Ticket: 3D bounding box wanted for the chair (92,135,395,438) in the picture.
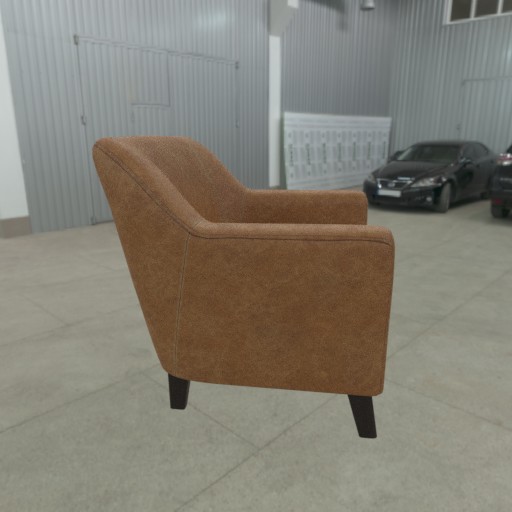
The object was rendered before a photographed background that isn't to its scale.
[{"bbox_3d":[0.000,0.000,1.870,1.034,0.980,1.037,2,16,8],"label":"chair"}]
